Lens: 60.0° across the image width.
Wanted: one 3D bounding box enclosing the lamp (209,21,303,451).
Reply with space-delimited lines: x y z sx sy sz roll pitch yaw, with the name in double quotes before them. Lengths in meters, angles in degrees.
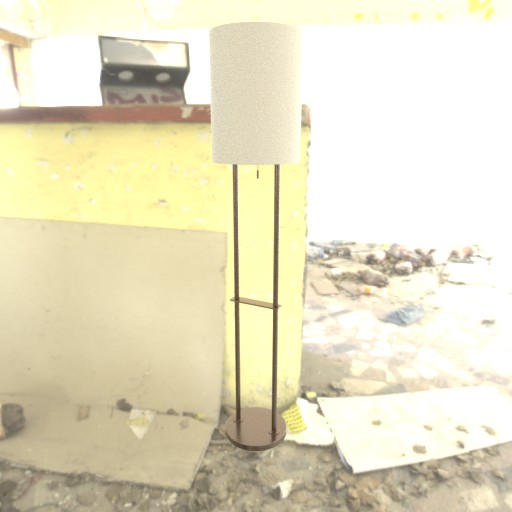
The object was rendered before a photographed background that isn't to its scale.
"lamp" 0.000 0.000 1.634 0.306 1.500 0.305 8 18 27
